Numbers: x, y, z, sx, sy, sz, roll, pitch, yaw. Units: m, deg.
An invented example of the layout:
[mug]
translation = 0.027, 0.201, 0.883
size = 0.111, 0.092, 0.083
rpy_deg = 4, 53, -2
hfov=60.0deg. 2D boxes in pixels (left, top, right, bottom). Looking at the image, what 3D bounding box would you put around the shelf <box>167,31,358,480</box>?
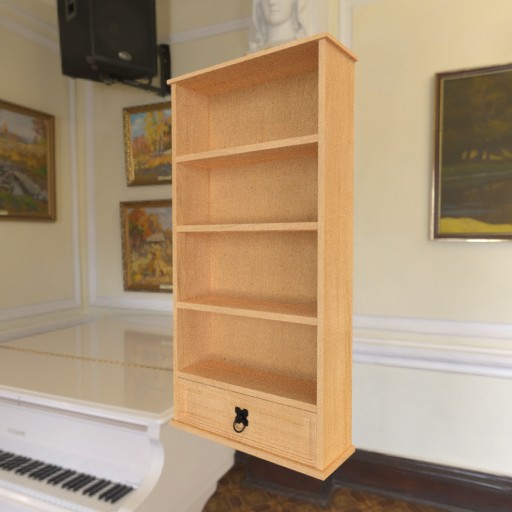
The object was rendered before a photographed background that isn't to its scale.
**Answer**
[shelf]
translation = 0.000, 0.000, 1.233
size = 0.520, 1.030, 0.175
rpy_deg = 2, 3, 36
